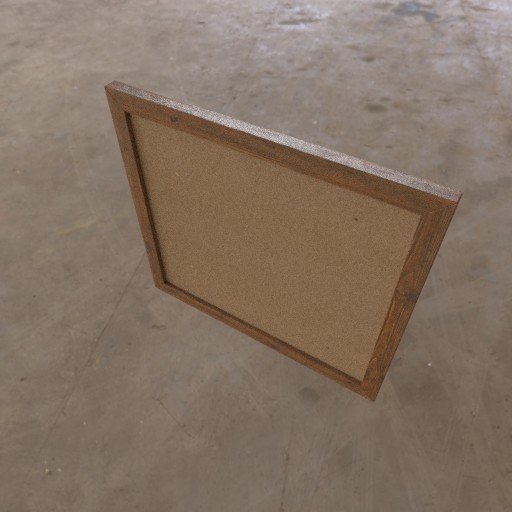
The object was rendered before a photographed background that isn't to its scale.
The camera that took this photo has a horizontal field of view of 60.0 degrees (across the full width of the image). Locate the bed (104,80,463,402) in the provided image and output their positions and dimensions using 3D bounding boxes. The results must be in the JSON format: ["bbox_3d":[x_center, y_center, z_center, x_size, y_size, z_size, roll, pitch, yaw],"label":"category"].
[{"bbox_3d":[0.000,0.000,1.493,1.046,0.942,0.046,24,51,21],"label":"bed"}]
